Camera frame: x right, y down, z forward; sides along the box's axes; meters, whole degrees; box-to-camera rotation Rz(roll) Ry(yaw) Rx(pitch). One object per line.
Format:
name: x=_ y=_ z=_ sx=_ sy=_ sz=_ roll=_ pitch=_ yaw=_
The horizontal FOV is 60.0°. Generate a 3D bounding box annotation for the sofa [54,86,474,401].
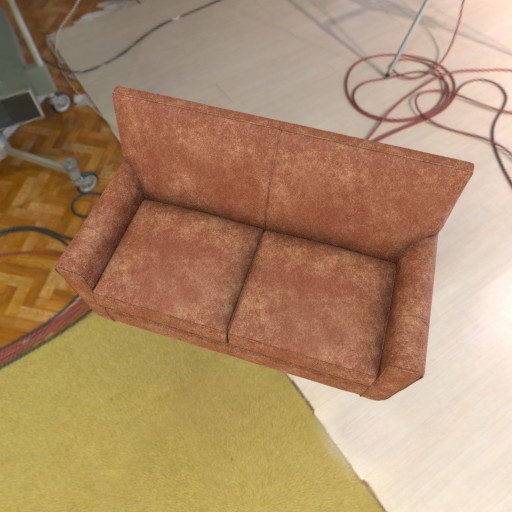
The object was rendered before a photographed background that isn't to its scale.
sofa: x=0.000 y=0.000 z=1.951 sx=1.473 sy=0.871 sz=0.787 roll=15 pitch=61 yaw=9
